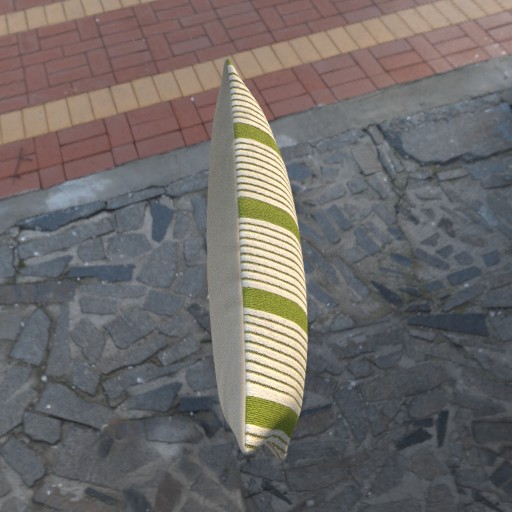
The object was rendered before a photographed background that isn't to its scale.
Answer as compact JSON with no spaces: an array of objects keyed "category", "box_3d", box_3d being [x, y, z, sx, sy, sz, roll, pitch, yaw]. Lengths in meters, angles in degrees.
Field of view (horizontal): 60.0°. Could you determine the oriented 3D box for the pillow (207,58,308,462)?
[{"category":"pillow","box_3d":[0.000,0.000,0.727,0.156,0.292,0.608,-3,63,-2]}]
